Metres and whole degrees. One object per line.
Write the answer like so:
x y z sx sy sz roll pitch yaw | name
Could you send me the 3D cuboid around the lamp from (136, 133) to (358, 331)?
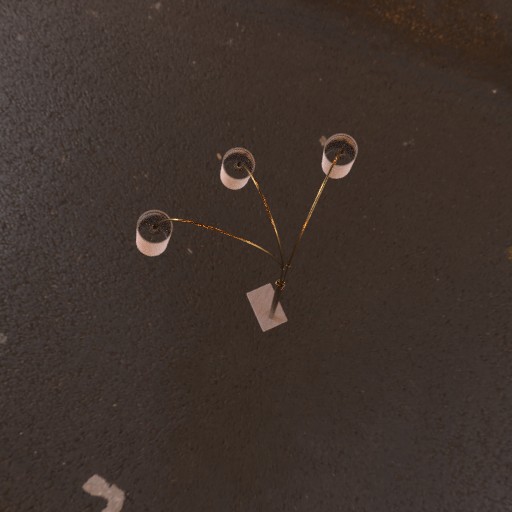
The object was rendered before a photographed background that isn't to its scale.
0.000 0.000 2.510 1.020 2.055 0.667 -23 77 -6 | lamp
